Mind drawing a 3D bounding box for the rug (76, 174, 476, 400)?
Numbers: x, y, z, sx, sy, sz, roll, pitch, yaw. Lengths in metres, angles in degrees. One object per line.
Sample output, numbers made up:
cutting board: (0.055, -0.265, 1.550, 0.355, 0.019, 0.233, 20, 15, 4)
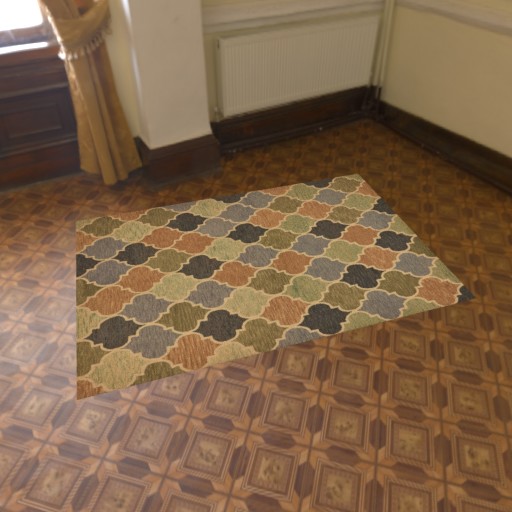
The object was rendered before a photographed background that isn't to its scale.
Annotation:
rug: (0.000, 0.000, 2.947, 2.284, 0.006, 1.521, -11, 42, -13)
